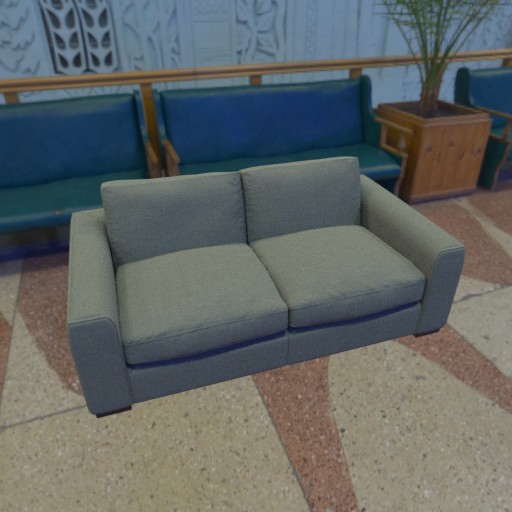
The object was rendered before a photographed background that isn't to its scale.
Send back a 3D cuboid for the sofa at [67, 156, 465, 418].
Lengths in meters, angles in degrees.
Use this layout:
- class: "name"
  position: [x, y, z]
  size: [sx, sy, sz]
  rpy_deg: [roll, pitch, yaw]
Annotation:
- class: "sofa"
  position: [0.000, 0.000, 2.448]
  size: [1.920, 0.800, 1.069]
  rpy_deg: [-10, 33, -15]
